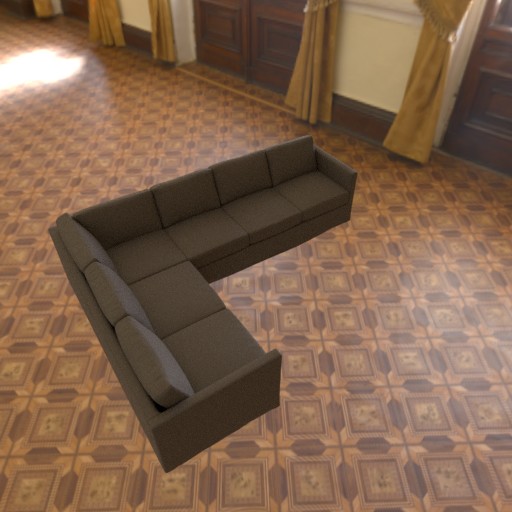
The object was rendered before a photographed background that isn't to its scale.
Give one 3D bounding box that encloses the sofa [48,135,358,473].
[{"bbox_3d":[0.000,0.000,4.298,3.182,0.871,2.432,-24,47,-25],"label":"sofa"}]
